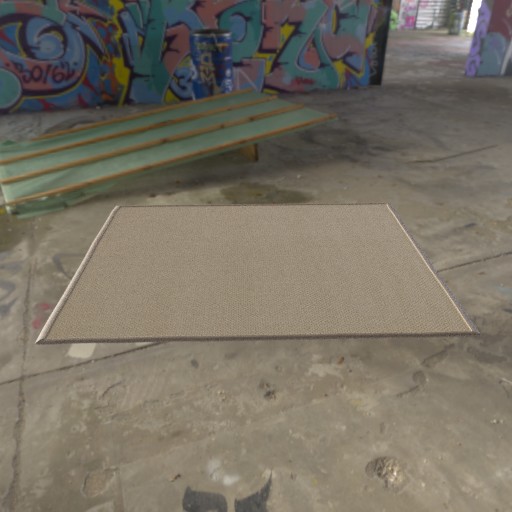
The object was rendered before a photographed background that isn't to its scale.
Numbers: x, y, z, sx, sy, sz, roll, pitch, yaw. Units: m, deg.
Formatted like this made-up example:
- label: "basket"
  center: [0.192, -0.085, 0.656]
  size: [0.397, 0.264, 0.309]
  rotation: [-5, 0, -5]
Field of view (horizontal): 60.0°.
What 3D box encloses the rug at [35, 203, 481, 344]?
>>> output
- label: "rug"
  center: [0.000, 0.000, 2.696]
  size: [2.081, 0.020, 1.525]
  rotation: [-1, 31, -1]
